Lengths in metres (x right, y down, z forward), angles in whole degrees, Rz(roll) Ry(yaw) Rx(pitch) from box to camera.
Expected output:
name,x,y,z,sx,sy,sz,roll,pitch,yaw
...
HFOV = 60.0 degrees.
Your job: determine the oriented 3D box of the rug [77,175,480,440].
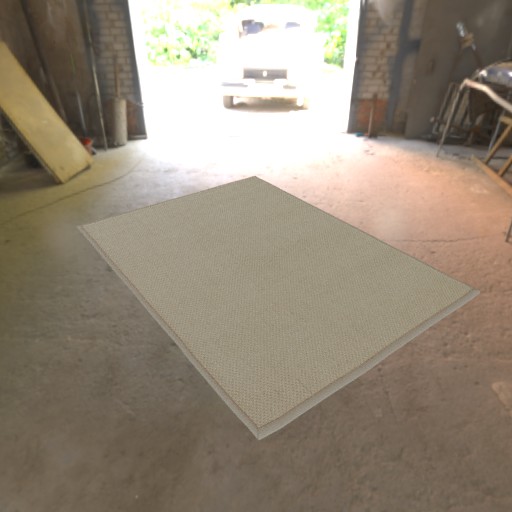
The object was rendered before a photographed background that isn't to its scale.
name,x,y,z,sx,sy,sz,roll,pitch,yaw
rug,0.000,0.000,2.725,1.525,0.020,2.081,-22,38,-30
